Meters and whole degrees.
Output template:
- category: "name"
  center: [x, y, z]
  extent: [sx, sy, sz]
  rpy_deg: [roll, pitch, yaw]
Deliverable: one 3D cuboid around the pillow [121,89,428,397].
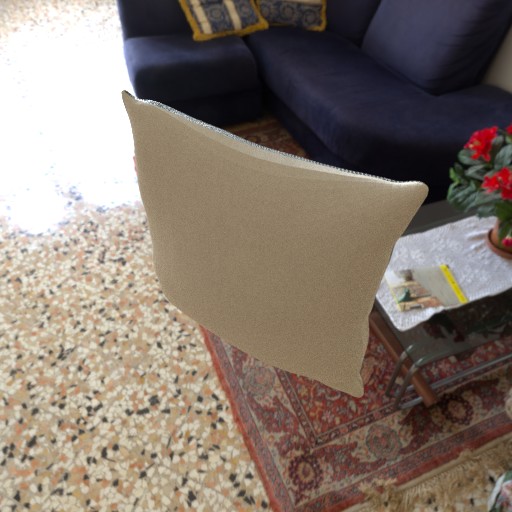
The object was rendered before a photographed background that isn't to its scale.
- category: "pillow"
  center: [0.000, 0.000, 0.685]
  extent: [0.440, 0.441, 0.182]
  rpy_deg: [25, 51, 22]
